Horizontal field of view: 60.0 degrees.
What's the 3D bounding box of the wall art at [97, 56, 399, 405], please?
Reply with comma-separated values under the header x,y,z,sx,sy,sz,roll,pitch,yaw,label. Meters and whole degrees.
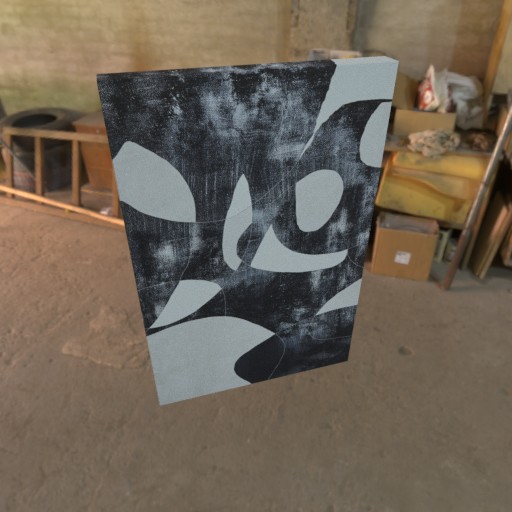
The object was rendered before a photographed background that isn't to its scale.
x,y,z,sx,sy,sz,roll,pitch,yaw,label
0.000,0.000,0.762,0.407,0.610,0.039,-10,36,-14,wall art
